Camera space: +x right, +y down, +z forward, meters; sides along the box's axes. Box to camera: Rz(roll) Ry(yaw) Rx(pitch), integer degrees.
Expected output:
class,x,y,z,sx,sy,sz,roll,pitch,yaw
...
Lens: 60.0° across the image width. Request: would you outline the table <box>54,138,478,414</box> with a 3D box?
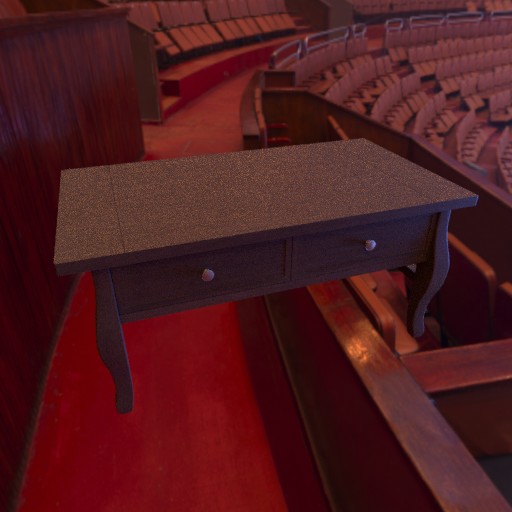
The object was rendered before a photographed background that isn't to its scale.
class,x,y,z,sx,sy,sz,roll,pitch,yaw
table,0.000,0.000,1.401,1.062,0.494,0.600,-10,32,-17
